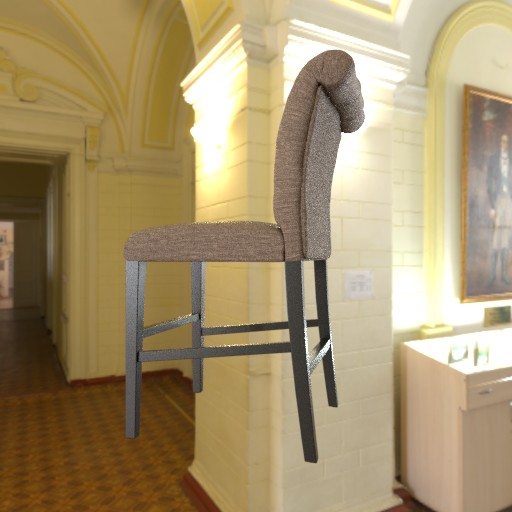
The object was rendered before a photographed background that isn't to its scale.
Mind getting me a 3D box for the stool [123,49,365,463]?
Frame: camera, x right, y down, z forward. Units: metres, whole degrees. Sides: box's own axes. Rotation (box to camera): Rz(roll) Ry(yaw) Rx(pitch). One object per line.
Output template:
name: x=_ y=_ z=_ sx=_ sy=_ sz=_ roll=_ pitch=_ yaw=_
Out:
stool: x=0.000 y=0.000 z=1.299 sx=0.611 sy=0.970 sz=0.457 roll=0 pitch=0 yaw=17
